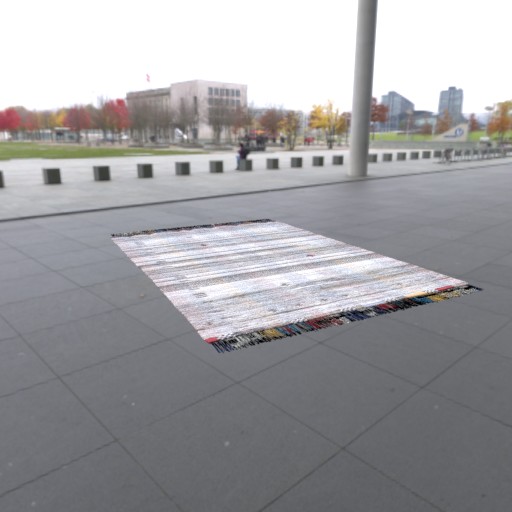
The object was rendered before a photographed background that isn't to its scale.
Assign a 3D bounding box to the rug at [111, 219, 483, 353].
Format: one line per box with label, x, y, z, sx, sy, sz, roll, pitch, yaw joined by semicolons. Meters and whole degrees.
rug;0.000;0.000;2.349;1.217;0.012;1.848;-8;17;-27
